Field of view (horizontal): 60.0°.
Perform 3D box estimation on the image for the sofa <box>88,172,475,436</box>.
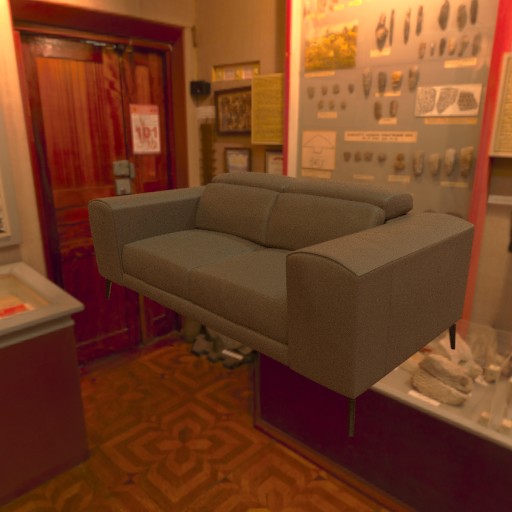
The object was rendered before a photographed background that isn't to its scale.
[{"bbox_3d":[0.000,0.000,2.393,1.003,0.779,1.895,-16,23,-43],"label":"sofa"}]
